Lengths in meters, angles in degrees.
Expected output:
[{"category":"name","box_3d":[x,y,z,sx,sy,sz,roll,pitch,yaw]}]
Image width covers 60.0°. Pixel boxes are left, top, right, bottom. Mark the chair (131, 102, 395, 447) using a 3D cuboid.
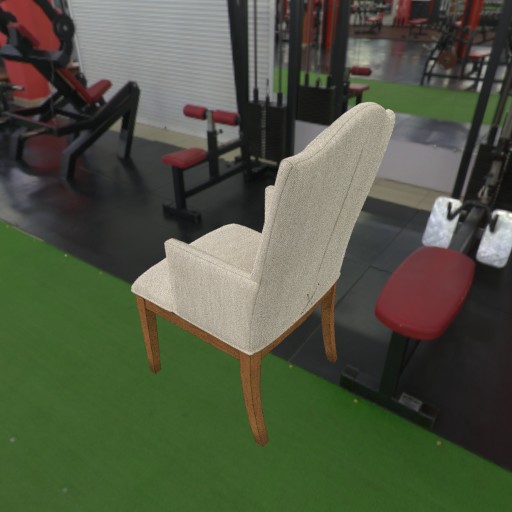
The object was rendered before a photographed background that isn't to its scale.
[{"category":"chair","box_3d":[0.000,0.000,1.396,0.641,1.016,0.533,22,38,31]}]
